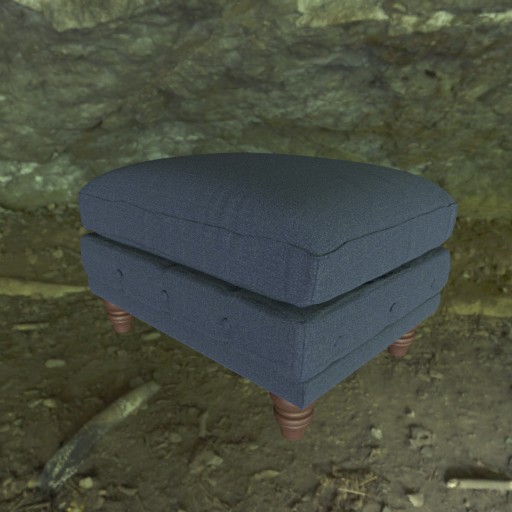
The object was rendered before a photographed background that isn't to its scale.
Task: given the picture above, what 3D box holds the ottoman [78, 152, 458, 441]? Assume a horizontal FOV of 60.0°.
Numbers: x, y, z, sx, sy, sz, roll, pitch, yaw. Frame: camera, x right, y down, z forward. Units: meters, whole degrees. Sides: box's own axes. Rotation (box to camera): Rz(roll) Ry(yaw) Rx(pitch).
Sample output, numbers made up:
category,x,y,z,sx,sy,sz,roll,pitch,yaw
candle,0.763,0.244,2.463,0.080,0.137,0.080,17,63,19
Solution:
category,x,y,z,sx,sy,sz,roll,pitch,yaw
ottoman,0.000,0.000,1.106,0.767,0.486,0.558,16,24,41
